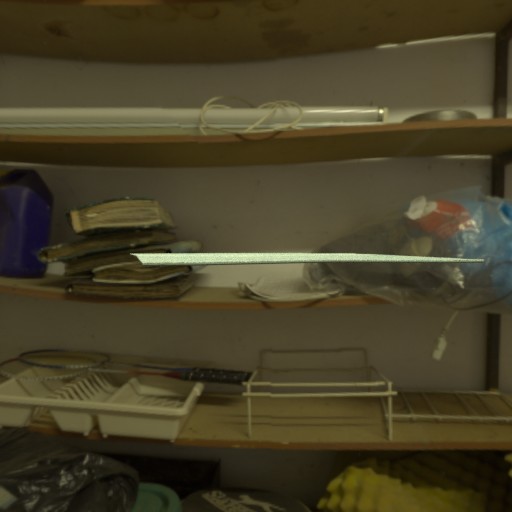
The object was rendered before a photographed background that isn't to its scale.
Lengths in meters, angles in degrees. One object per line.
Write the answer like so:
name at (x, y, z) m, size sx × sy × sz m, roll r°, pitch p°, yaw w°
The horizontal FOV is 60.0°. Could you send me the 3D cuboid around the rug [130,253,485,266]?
rug at (0.000, 0.000, 5.248) m, size 2.802 × 0.052 × 4.078 m, roll 0°, pitch 1°, yaw -17°
